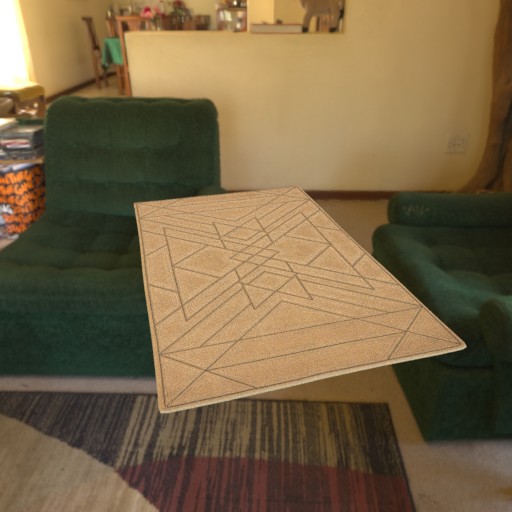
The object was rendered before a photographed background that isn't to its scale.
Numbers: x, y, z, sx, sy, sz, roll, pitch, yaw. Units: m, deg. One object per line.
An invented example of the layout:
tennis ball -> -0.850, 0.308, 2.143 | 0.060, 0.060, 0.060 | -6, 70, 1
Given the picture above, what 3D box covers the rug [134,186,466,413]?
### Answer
rug -> 0.000, 0.000, 3.126 | 1.575, 0.023, 2.459 | -8, 30, -14
